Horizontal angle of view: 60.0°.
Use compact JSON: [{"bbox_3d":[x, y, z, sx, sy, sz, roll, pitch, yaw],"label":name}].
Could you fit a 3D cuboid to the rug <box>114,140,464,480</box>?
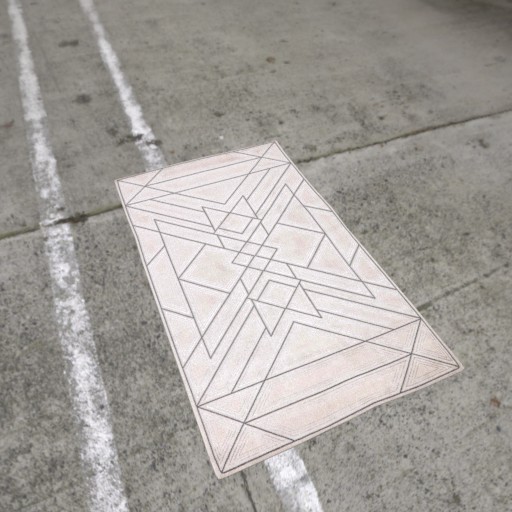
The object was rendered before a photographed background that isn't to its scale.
[{"bbox_3d":[0.000,0.000,1.061,0.511,0.008,0.869,-17,49,-16],"label":"rug"}]
